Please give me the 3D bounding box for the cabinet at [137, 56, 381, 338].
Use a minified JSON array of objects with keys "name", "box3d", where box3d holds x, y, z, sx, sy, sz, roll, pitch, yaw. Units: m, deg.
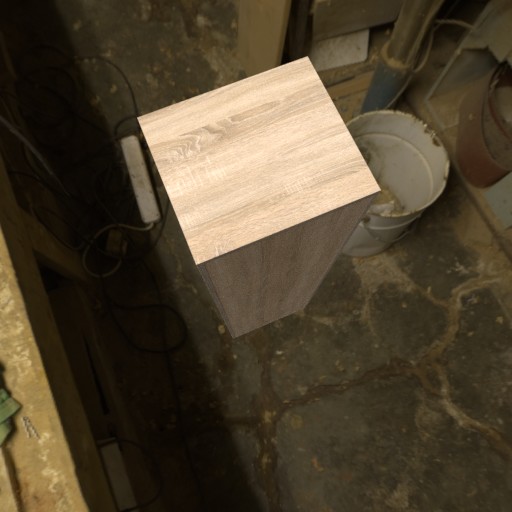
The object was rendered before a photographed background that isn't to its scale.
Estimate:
[{"name":"cabinet","box3d":[0.000,0.000,2.116,0.510,1.960,0.450,-22,75,-6]}]
